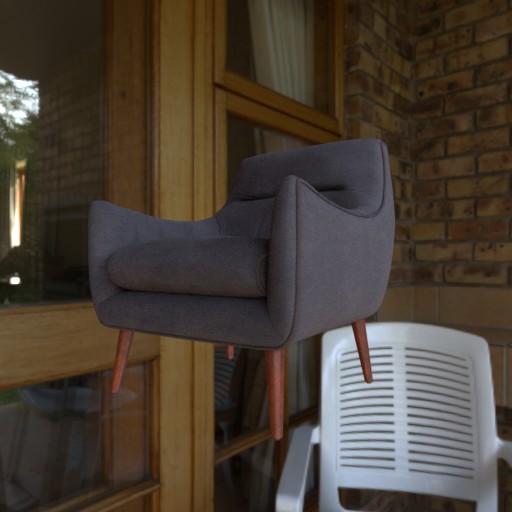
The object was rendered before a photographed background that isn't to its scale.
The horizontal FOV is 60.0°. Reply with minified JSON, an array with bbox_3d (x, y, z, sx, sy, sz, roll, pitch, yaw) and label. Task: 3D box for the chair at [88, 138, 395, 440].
[{"bbox_3d":[0.000,0.000,1.448,0.762,0.838,0.787,0,0,36],"label":"chair"}]
